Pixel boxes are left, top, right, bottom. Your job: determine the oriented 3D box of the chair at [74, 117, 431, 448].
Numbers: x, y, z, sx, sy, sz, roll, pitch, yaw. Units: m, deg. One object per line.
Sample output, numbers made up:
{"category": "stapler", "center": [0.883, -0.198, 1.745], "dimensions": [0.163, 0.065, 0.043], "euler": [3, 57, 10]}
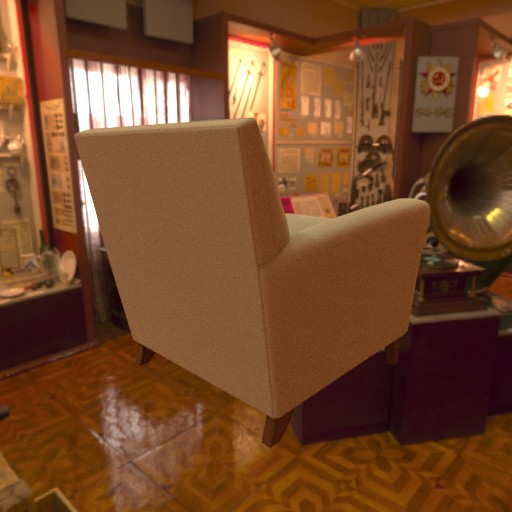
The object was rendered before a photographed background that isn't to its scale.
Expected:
{"category": "chair", "center": [0.000, 0.000, 1.535], "dimensions": [0.840, 0.846, 0.871], "euler": [13, 19, 43]}
